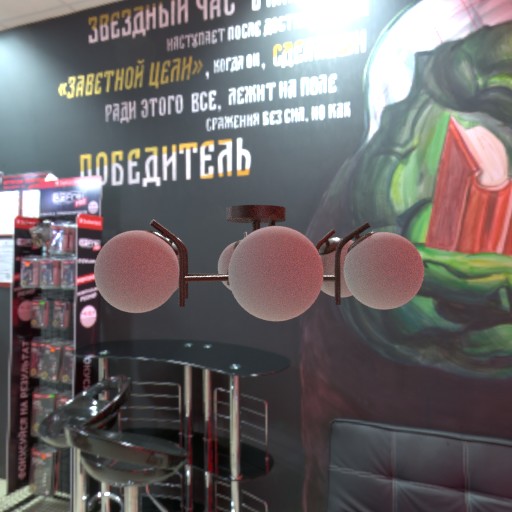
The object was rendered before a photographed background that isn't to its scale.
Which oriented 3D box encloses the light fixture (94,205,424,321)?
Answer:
[{"bbox_3d":[0.000,0.000,0.934,0.662,0.201,0.662,0,0,0],"label":"light fixture"}]
